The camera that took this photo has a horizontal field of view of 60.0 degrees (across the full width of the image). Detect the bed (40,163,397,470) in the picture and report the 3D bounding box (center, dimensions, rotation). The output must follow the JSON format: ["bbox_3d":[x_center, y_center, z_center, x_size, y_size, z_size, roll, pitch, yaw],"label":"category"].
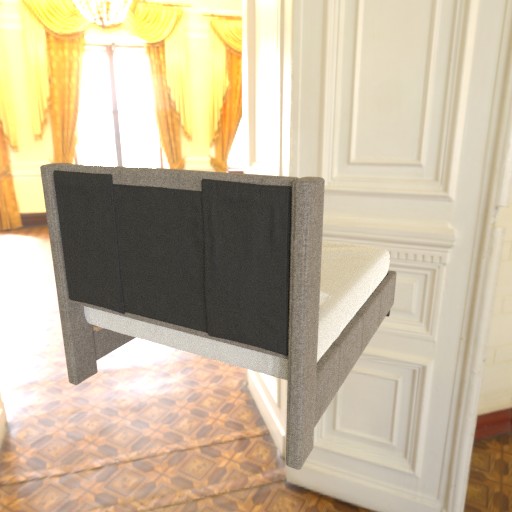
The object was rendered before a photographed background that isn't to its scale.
[{"bbox_3d":[0.000,0.000,3.377,1.714,1.481,2.245,9,18,27],"label":"bed"}]
